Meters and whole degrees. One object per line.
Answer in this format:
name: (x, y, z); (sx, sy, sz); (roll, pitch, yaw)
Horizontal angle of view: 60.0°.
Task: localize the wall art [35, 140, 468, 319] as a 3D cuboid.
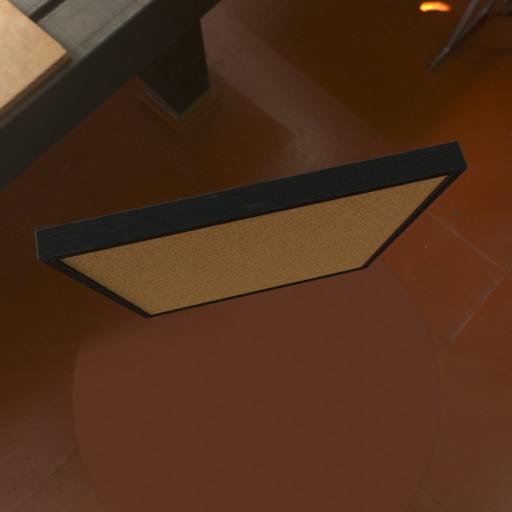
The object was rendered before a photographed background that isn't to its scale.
wall art: (0.000, 0.000, 0.756); (0.506, 0.506, 0.036); (-13, 75, -3)
